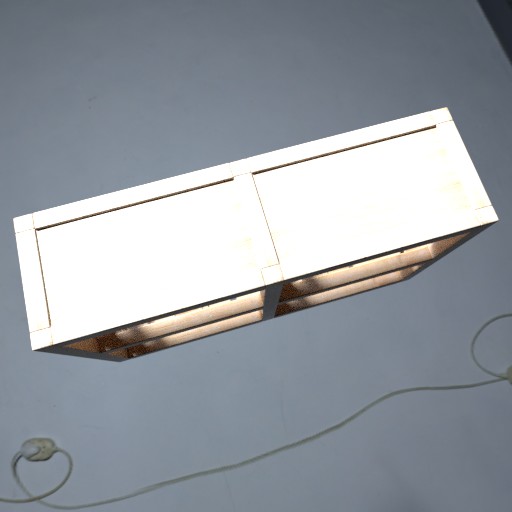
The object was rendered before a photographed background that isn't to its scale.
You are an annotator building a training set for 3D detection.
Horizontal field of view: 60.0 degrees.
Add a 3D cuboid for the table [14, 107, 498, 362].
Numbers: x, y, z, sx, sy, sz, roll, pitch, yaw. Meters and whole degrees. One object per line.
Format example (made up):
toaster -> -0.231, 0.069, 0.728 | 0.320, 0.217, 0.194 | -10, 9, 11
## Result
table -> 0.000, 0.000, 1.607 | 1.320, 0.762, 0.381 | -15, 75, -4
